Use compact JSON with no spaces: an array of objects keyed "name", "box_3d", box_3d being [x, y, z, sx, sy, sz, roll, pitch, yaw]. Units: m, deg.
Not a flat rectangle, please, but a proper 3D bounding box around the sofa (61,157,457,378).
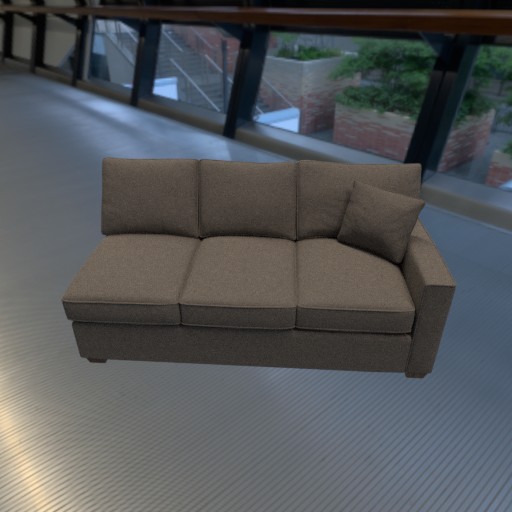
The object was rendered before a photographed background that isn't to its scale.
[{"name":"sofa","box_3d":[0.000,0.000,2.625,1.963,0.946,1.034,2,31,3]}]
